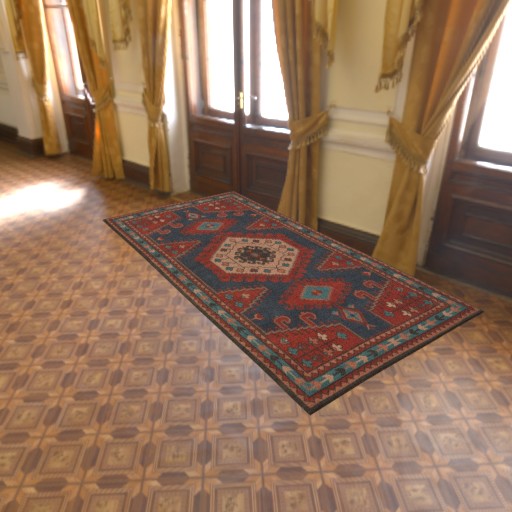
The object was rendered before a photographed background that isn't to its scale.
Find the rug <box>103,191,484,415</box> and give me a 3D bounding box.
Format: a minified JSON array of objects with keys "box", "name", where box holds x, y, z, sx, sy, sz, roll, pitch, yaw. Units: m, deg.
[{"box":[0.000,0.000,3.612,1.522,0.034,3.032,-18,32,-31],"name":"rug"}]
